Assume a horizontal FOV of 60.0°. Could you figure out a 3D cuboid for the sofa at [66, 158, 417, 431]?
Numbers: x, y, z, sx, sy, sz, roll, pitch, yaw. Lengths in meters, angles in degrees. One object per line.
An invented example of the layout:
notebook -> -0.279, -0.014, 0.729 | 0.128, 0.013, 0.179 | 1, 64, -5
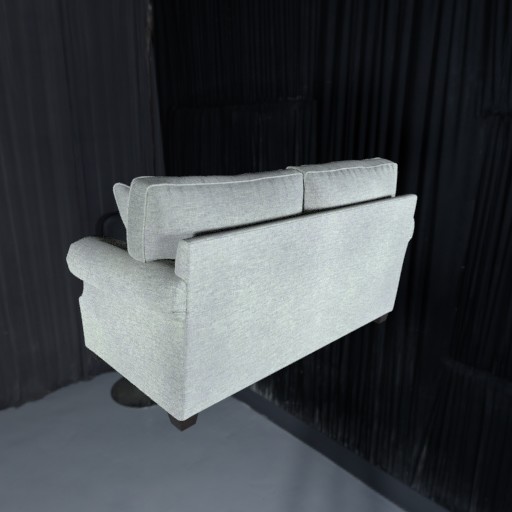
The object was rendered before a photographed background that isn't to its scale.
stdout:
sofa -> 0.000, 0.000, 2.328 | 1.701, 0.966, 0.966 | -15, 22, -42
